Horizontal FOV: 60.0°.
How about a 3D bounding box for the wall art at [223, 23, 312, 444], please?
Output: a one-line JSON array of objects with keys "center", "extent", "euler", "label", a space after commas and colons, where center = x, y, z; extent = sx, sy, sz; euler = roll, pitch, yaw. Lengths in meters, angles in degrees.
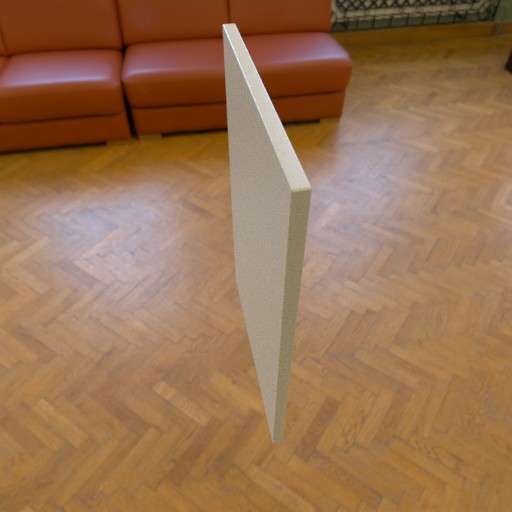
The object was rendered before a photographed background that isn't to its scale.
[{"center": [0.000, 0.000, 1.019], "extent": [0.026, 0.813, 0.556], "euler": [-9, 47, -8], "label": "wall art"}]
